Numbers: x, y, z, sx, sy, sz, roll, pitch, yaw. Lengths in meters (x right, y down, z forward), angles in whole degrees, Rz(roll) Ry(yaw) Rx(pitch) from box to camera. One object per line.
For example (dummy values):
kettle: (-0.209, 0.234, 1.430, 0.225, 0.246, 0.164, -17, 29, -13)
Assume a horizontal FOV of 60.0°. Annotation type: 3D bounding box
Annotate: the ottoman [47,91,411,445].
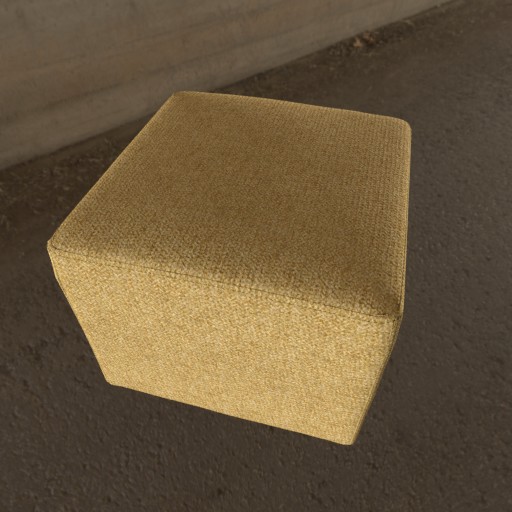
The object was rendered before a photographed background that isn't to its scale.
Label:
ottoman: (0.000, 0.000, 0.878, 0.505, 0.441, 0.512, 11, 47, 10)
